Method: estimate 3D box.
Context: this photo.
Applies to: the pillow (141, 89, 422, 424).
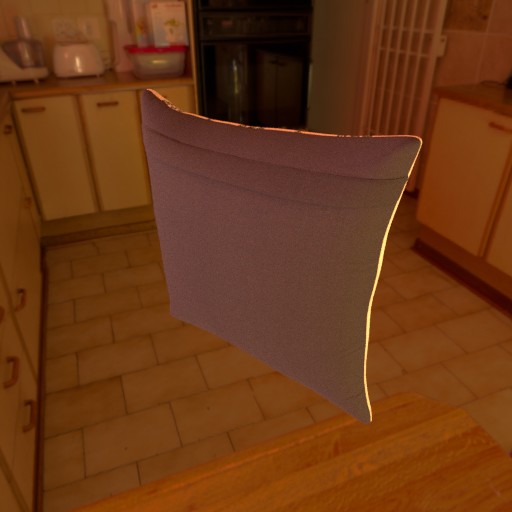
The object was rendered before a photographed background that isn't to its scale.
[{"bbox_3d":[0.000,0.000,0.626,0.405,0.406,0.173,22,37,32],"label":"pillow"}]
